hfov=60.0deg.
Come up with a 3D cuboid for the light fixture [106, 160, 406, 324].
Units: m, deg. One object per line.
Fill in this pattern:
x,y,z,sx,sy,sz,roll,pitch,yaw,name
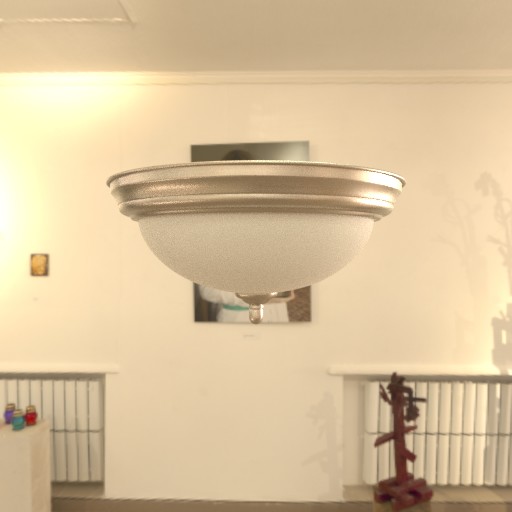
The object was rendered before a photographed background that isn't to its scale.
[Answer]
0.000,0.000,0.437,0.280,0.135,0.280,0,1,0,light fixture
